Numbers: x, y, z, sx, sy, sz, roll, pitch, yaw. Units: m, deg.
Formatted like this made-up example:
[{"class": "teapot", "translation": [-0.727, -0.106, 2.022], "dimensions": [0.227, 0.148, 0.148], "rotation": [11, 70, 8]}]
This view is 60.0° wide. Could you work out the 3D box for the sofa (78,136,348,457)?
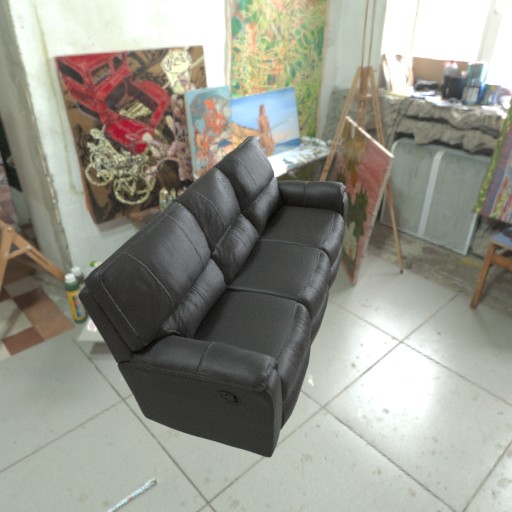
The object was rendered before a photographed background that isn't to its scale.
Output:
[{"class": "sofa", "translation": [0.000, 0.000, 3.313], "dimensions": [1.104, 1.134, 2.627], "rotation": [10, 33, 15]}]
